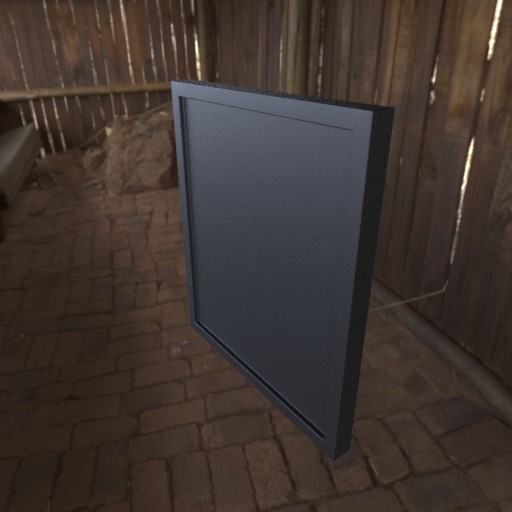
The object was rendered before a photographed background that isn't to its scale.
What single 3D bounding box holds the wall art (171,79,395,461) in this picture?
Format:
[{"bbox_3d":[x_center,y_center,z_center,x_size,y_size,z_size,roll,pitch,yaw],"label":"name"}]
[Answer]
[{"bbox_3d":[0.000,0.000,0.542,0.028,0.381,0.328,-18,32,-33],"label":"wall art"}]
